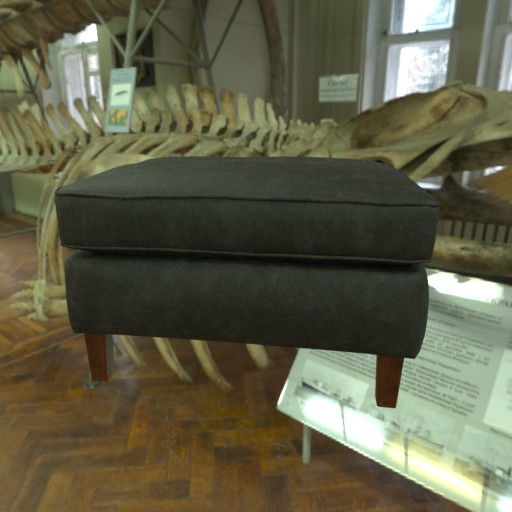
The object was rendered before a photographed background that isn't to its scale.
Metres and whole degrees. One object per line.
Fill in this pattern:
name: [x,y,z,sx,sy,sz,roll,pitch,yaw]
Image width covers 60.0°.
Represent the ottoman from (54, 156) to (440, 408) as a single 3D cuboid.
ottoman: [0.000,0.000,0.982,0.665,0.413,0.501,3,18,8]
